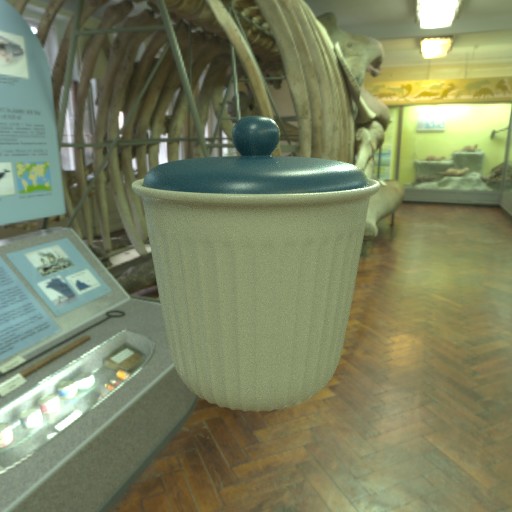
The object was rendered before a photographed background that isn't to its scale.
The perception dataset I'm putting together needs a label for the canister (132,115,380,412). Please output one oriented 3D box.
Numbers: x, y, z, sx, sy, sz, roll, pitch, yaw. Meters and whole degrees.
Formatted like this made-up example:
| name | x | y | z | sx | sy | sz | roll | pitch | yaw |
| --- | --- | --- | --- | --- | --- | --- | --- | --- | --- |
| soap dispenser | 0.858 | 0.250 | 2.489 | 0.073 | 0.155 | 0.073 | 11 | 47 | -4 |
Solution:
| name | x | y | z | sx | sy | sz | roll | pitch | yaw |
| --- | --- | --- | --- | --- | --- | --- | --- | --- | --- |
| canister | 0.000 | 0.000 | 0.349 | 0.181 | 0.211 | 0.181 | 0 | 15 | 0 |
